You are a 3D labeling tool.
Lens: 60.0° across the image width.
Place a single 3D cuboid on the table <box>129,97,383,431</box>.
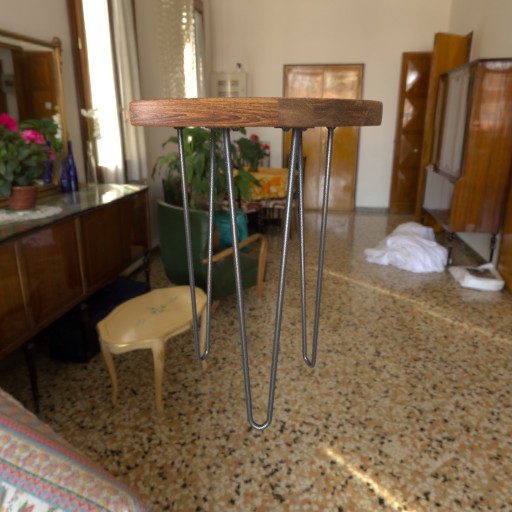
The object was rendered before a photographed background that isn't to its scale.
[{"bbox_3d":[0.000,0.000,0.797,0.400,0.520,0.400,0,17,0],"label":"table"}]
